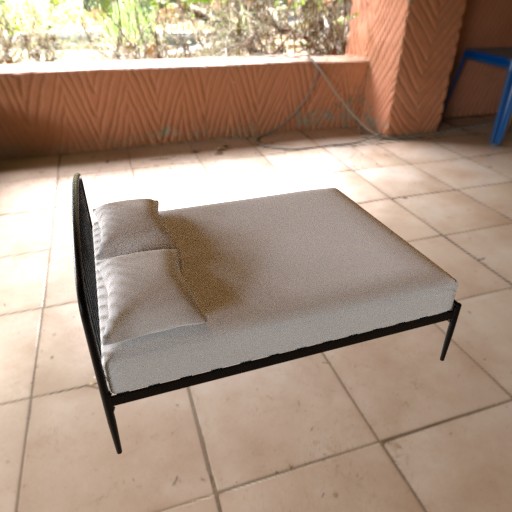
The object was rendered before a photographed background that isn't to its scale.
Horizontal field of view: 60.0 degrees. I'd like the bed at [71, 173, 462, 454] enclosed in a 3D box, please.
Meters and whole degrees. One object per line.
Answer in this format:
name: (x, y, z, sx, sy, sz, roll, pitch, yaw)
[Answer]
bed: (0.000, 0.000, 3.036, 2.159, 1.166, 1.618, -10, 33, -16)
